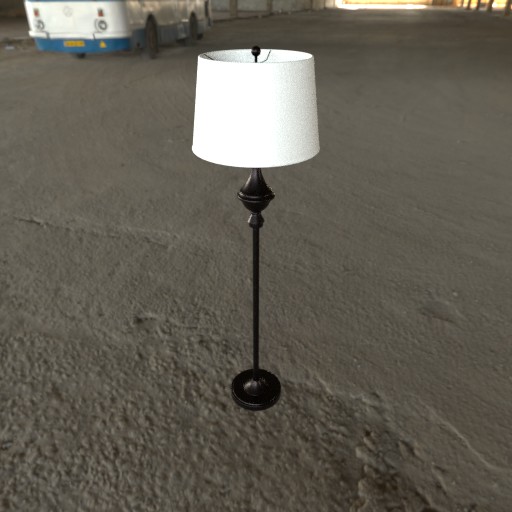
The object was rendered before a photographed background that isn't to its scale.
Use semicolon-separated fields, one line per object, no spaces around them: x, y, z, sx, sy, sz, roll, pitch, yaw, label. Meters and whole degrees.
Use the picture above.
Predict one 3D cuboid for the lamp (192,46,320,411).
0.000;0.000;1.725;0.431;1.484;0.431;0;31;0;lamp
